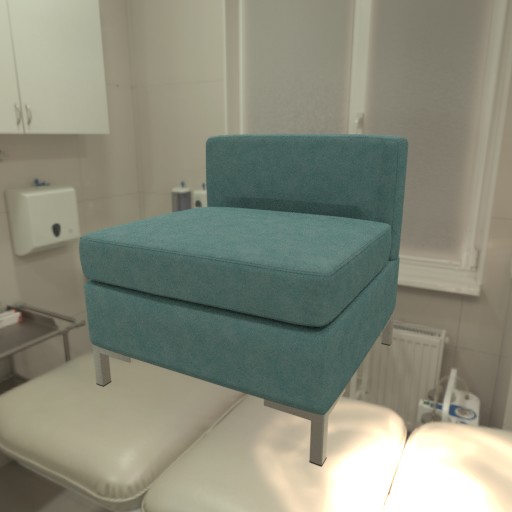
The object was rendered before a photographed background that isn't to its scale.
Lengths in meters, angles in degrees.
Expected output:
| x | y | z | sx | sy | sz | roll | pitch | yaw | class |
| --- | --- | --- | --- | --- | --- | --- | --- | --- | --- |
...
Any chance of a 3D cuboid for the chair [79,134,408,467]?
| x | y | z | sx | sy | sz | roll | pitch | yaw | class |
| --- | --- | --- | --- | --- | --- | --- | --- | --- | --- |
| 0.000 | 0.000 | 1.240 | 0.684 | 0.660 | 0.685 | 8 | 17 | 28 | chair |
